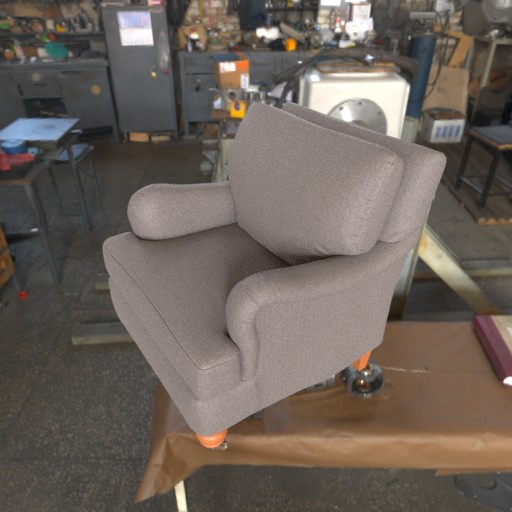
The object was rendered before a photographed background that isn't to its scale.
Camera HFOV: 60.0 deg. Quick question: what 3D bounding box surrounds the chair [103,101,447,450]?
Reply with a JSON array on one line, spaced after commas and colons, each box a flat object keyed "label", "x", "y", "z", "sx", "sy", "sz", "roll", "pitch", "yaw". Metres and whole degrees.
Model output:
[{"label": "chair", "x": 0.000, "y": 0.000, "z": 1.863, "sx": 1.070, "sy": 1.038, "sz": 0.955, "roll": -21, "pitch": 38, "yaw": -28}]
